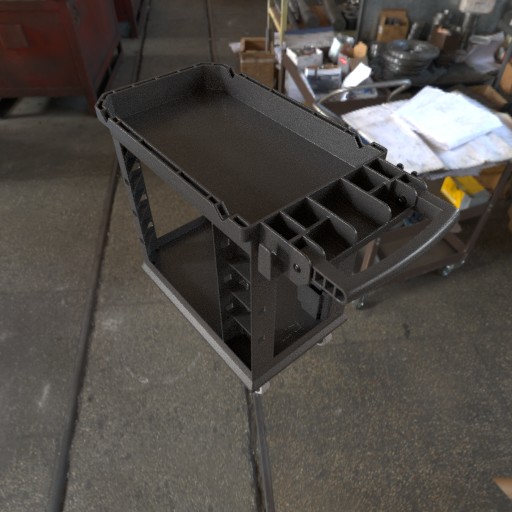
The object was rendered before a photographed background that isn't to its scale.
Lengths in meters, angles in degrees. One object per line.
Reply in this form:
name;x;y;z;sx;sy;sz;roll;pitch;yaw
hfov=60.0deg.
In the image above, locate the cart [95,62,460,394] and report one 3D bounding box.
cart;0.000;0.000;1.516;0.497;0.884;1.061;-31;53;-26
